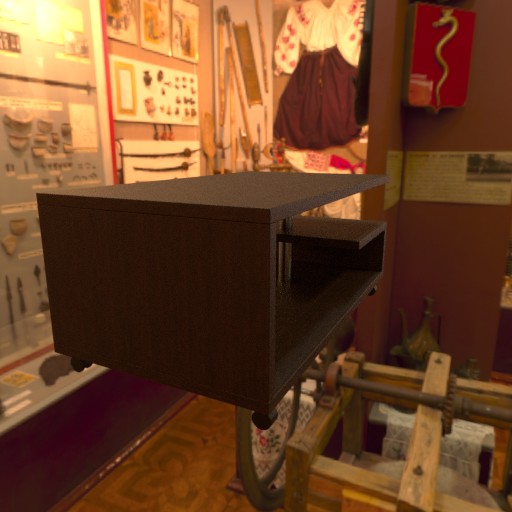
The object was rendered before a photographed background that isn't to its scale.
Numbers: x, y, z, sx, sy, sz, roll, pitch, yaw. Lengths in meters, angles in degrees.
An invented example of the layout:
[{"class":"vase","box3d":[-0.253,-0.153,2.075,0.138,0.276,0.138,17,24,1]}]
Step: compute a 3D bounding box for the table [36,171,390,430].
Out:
[{"class":"table","box3d":[0.000,0.000,1.387,0.590,0.460,1.050,7,15,26]}]
